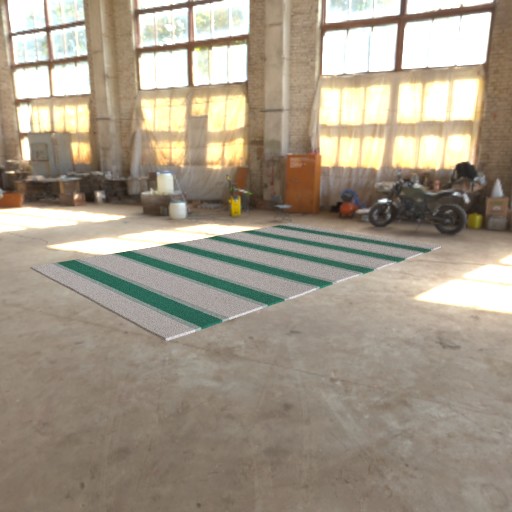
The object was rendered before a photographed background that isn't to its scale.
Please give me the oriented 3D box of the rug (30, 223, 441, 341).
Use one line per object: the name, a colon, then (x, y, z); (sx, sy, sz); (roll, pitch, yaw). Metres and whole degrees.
rug: (0.000, 0.000, 3.046); (2.436, 0.015, 1.521); (-13, 18, -43)
